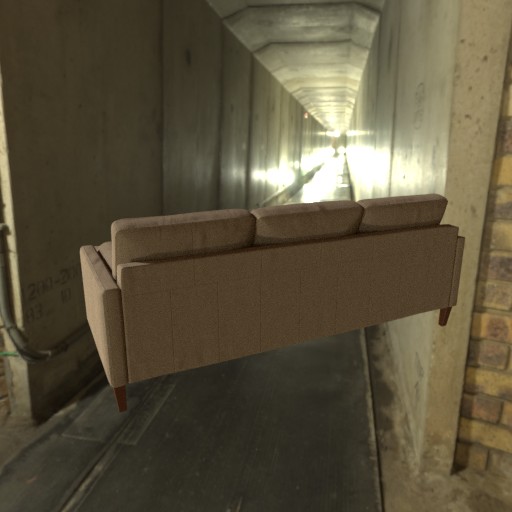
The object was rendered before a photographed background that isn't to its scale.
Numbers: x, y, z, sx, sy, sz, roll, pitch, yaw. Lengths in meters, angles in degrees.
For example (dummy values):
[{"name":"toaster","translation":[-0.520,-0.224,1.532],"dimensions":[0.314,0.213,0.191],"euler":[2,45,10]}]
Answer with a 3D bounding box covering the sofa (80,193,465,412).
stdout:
[{"name":"sofa","translation":[0.000,0.000,2.962],"dimensions":[2.178,0.875,1.506],"euler":[-8,17,-26]}]
